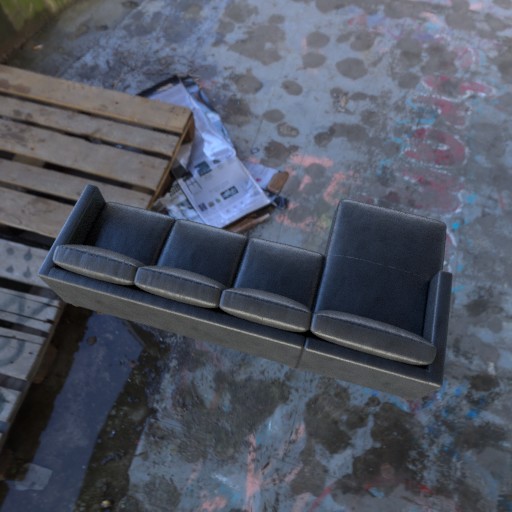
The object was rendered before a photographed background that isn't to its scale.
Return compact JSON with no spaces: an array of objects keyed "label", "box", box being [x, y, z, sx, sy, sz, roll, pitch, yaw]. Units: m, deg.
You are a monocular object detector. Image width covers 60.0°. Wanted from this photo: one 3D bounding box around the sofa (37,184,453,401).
[{"label":"sofa","box":[0.000,0.000,3.938,3.203,0.883,1.581,14,64,7]}]
